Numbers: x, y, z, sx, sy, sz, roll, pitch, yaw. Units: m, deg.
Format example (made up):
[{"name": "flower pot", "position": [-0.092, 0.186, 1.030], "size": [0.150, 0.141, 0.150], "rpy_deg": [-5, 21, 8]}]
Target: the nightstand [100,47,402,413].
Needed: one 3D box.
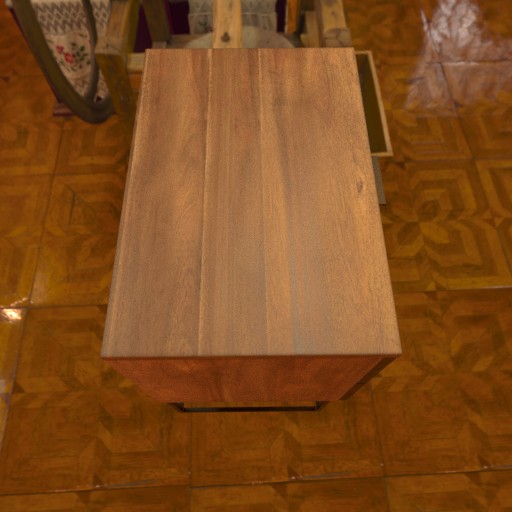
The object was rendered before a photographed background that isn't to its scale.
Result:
[{"name": "nightstand", "position": [0.000, 0.000, 1.005], "size": [0.427, 0.611, 0.605], "rpy_deg": [0, 64, 0]}]
